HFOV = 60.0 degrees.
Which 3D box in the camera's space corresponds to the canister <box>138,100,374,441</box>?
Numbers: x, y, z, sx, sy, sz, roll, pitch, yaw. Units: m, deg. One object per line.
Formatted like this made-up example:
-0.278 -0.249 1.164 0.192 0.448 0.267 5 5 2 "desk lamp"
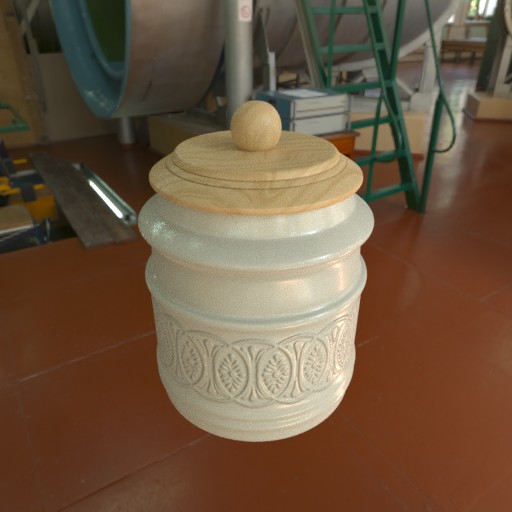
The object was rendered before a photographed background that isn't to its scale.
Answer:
0.000 0.000 0.264 0.130 0.176 0.130 0 29 0 "canister"
